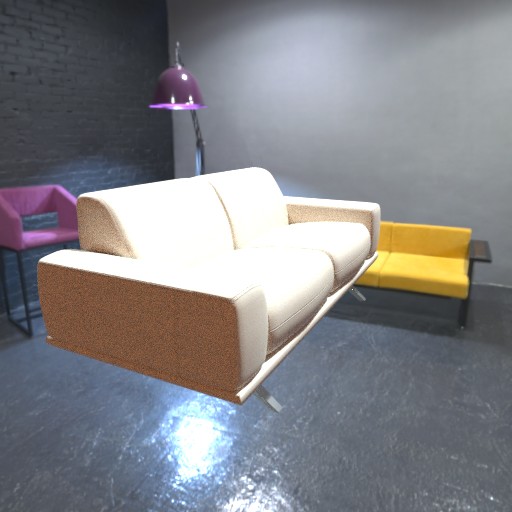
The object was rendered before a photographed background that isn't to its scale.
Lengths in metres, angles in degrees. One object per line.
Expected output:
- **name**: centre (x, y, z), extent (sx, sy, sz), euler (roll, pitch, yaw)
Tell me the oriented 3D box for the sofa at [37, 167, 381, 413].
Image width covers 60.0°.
- **sofa**: centre (0.000, 0.000, 2.287), extent (0.900, 0.772, 1.901), euler (8, 18, 26)
